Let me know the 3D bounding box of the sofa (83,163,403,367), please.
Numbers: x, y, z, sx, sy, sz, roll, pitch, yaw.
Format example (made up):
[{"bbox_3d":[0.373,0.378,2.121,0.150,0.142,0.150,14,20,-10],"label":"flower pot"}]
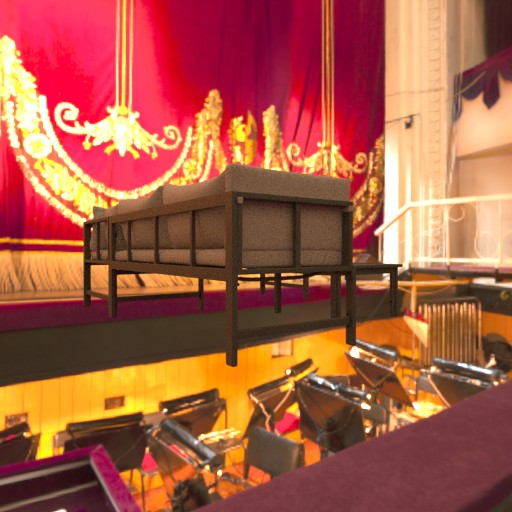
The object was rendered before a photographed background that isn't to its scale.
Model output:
[{"bbox_3d":[0.000,0.000,2.900,1.658,0.758,2.096,-1,1,-35],"label":"sofa"}]
